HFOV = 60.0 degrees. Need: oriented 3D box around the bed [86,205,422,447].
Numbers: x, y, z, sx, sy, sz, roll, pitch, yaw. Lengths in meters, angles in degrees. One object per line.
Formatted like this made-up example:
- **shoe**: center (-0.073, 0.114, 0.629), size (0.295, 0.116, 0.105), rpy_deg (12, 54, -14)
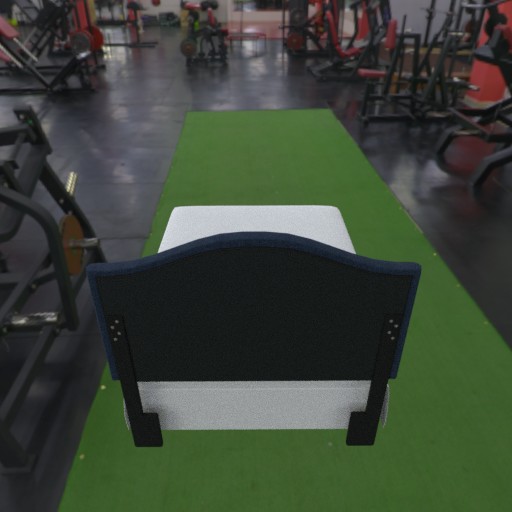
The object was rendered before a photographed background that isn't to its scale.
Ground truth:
- **bed**: center (0.000, 0.000, 3.332), size (1.725, 1.518, 2.153), rpy_deg (0, 32, 0)
